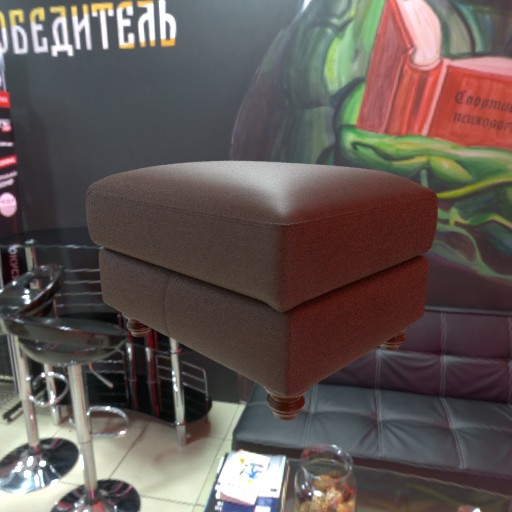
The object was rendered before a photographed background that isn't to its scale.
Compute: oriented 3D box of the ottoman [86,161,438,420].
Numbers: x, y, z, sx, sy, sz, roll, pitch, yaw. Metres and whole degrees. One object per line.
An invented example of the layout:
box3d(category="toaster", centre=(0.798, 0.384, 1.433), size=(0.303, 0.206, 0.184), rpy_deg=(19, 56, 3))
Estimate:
box3d(category="ottoman", centre=(0.000, 0.000, 1.230), size=(0.787, 0.508, 0.635), rpy_deg=(14, 20, 43))
